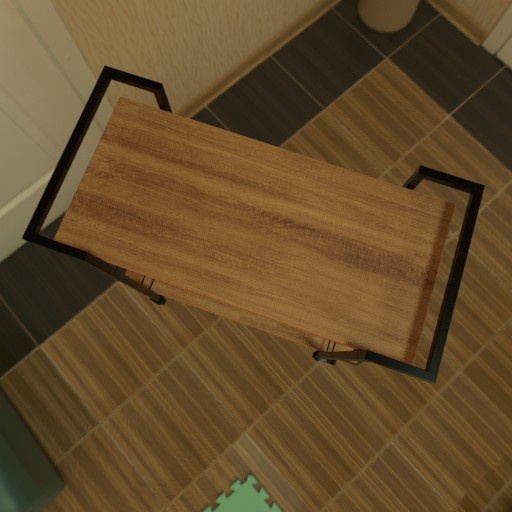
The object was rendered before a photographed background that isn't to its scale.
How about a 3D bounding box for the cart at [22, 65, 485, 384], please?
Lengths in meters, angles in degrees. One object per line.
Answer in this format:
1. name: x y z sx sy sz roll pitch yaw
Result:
1. cart: 0.000 0.000 1.223 0.806 0.762 0.406 19 78 4
